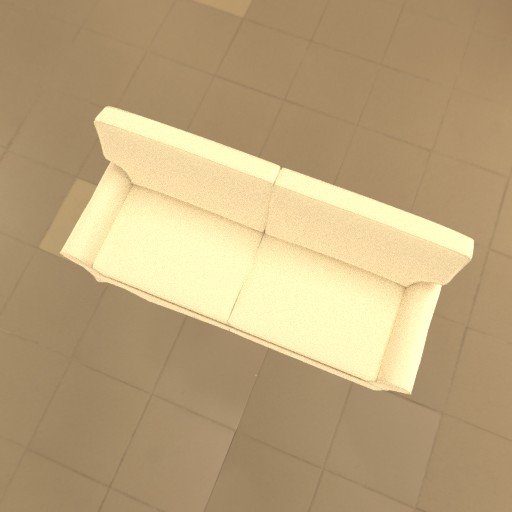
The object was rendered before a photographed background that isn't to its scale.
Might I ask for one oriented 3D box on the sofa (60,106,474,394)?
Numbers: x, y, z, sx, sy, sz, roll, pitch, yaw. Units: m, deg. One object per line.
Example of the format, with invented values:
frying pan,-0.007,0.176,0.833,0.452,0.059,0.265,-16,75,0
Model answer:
sofa,0.000,0.000,2.481,2.021,0.937,0.862,21,76,6
